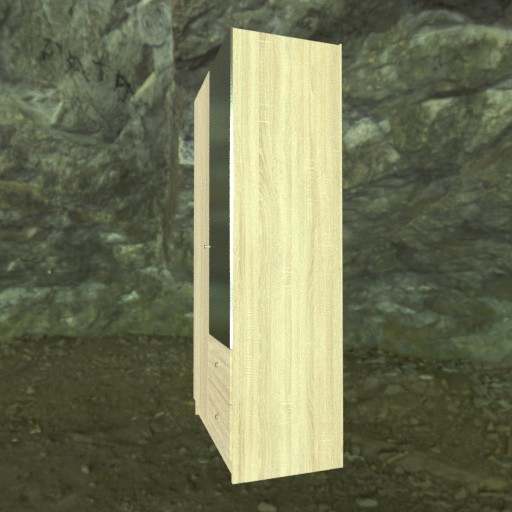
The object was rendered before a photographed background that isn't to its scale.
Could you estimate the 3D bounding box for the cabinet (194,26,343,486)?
[{"bbox_3d":[0.000,0.000,2.601,0.590,2.121,1.001,0,-1,-17],"label":"cabinet"}]
